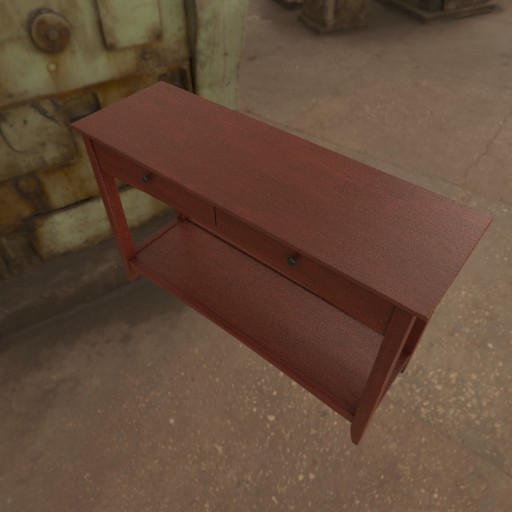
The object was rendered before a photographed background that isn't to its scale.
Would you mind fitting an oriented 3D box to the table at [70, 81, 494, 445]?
[{"bbox_3d":[0.000,0.000,1.507,1.188,0.739,0.392,30,53,26],"label":"table"}]
